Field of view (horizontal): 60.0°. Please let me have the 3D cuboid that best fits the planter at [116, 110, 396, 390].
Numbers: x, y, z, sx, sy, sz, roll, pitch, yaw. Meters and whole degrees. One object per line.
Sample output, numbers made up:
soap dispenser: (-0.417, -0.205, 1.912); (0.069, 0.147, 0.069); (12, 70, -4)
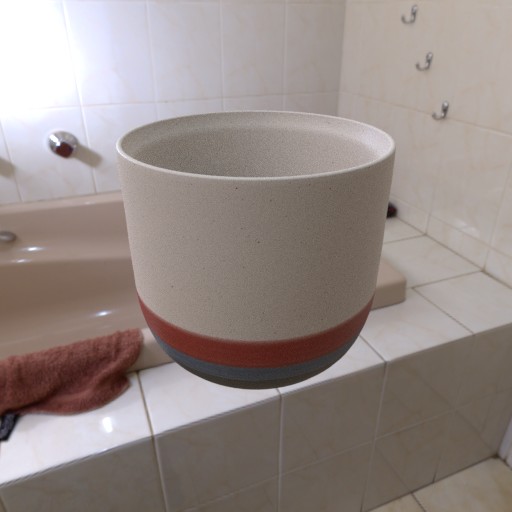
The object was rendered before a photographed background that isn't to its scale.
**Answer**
planter: (0.000, 0.000, 0.500); (0.268, 0.270, 0.268); (0, 28, 0)
